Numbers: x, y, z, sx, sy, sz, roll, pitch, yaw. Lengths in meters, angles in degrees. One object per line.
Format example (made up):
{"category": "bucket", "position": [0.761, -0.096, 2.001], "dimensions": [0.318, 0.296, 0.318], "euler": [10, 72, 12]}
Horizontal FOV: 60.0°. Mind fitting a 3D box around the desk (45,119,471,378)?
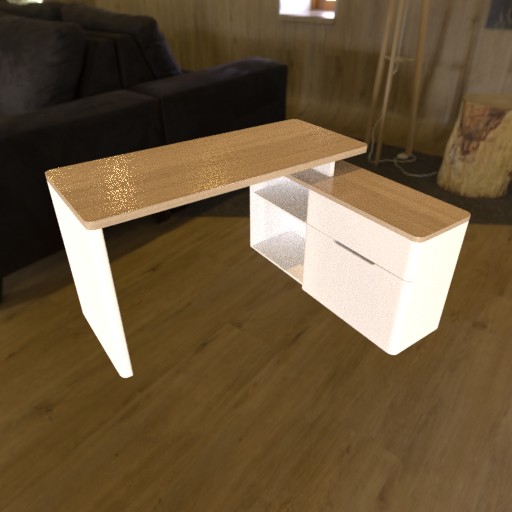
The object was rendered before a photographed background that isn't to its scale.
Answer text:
{"category": "desk", "position": [0.000, 0.000, 2.043], "dimensions": [1.400, 0.770, 1.175], "euler": [-21, 38, -29]}
